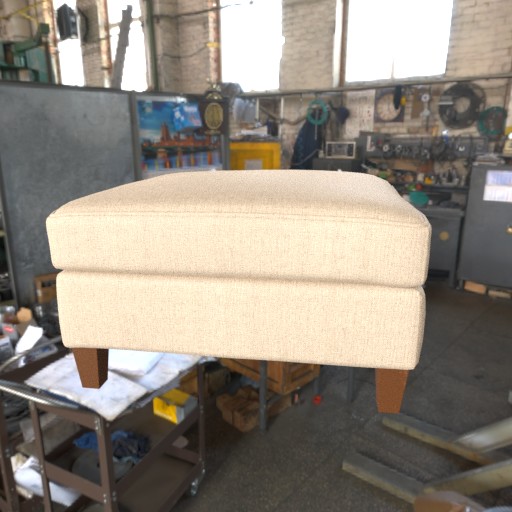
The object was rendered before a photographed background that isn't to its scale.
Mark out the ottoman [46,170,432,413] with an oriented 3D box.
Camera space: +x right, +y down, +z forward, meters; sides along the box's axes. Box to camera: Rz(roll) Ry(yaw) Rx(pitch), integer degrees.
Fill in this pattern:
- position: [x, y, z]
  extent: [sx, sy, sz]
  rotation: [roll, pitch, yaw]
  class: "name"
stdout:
- position: [0.000, 0.000, 1.347]
  extent: [0.838, 0.503, 0.838]
  rotation: [2, 16, 8]
  class: "ottoman"
